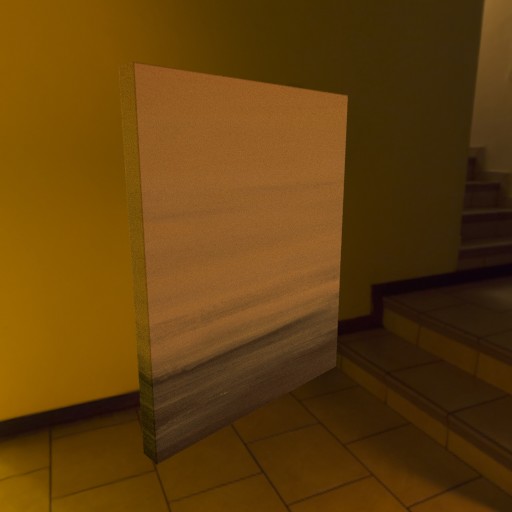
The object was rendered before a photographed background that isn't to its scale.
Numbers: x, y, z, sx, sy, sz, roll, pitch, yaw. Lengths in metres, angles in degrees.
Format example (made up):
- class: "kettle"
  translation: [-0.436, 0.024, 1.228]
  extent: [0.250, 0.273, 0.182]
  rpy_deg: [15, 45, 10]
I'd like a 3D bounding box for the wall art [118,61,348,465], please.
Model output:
- class: "wall art"
  translation: [0.000, 0.000, 0.829]
  extent: [0.489, 0.608, 0.040]
  rpy_deg: [-12, 18, -43]
